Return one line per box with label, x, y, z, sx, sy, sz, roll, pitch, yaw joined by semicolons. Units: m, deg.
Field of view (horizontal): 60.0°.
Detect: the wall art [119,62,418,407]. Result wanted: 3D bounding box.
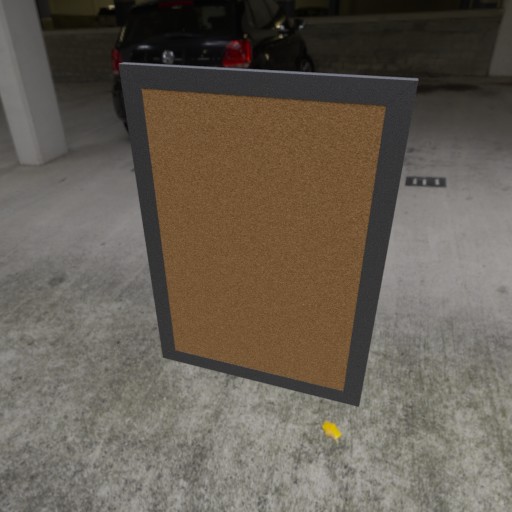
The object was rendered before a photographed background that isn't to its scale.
wall art;0.000;0.000;0.682;0.380;0.534;0.013;10;33;15
